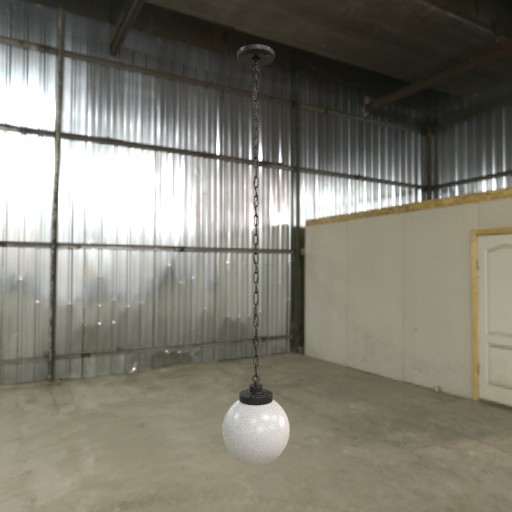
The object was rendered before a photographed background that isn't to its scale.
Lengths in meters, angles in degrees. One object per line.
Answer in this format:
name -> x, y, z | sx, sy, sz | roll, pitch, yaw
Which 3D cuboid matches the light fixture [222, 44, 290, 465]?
light fixture -> 0.000, 0.000, 2.023 | 0.305, 1.867, 0.304 | 0, -1, -1
